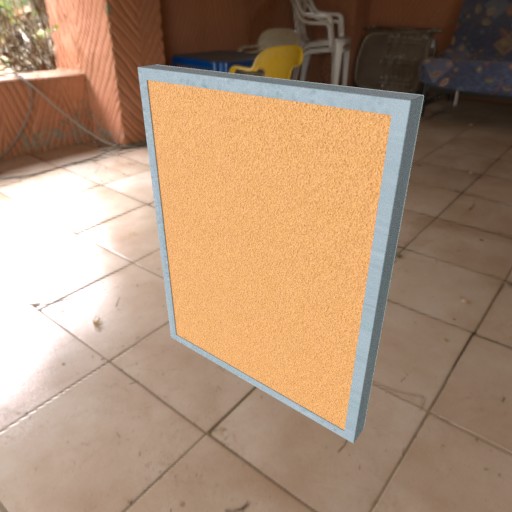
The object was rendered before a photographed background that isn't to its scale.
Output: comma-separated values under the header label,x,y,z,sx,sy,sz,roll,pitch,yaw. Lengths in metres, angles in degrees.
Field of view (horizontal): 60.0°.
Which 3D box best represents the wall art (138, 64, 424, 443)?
label,x,y,z,sx,sy,sz,roll,pitch,yaw
wall art,0.000,0.000,0.678,0.409,0.509,0.037,21,36,32
